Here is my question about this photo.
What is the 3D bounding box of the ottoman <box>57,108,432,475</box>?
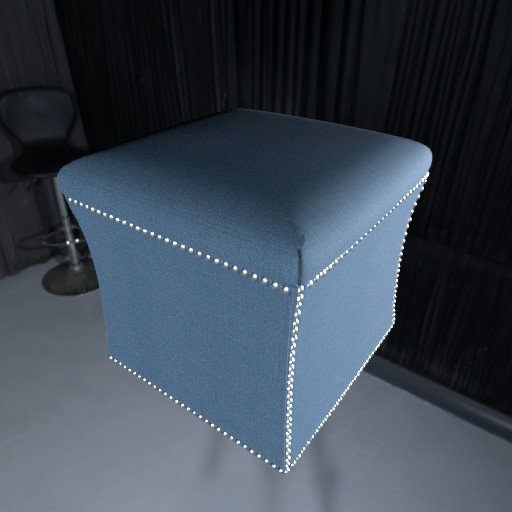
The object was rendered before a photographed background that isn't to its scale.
[{"bbox_3d":[0.000,0.000,0.889,0.497,0.475,0.507,21,38,30],"label":"ottoman"}]
